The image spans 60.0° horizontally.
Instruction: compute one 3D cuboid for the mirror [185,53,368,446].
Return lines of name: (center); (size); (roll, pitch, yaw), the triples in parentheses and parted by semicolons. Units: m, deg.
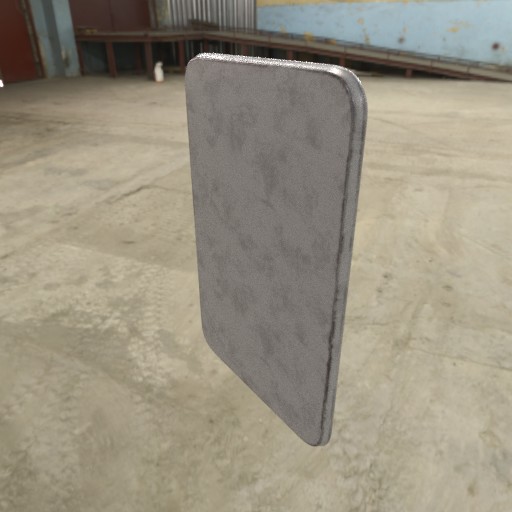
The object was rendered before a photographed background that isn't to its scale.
mirror: (0.000, 0.000, 0.871); (0.024, 0.713, 0.461); (-19, 33, -32)
